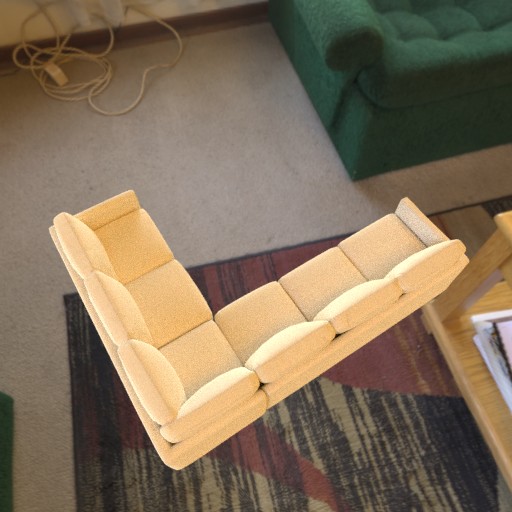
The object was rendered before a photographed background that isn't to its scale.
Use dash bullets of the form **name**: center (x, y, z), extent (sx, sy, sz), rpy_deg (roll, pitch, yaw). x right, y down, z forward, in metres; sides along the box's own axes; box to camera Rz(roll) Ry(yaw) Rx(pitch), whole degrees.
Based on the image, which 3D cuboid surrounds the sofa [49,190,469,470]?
- **sofa**: center (0.000, 0.000, 4.510), extent (3.302, 0.947, 2.593), rpy_deg (-29, 64, -16)
